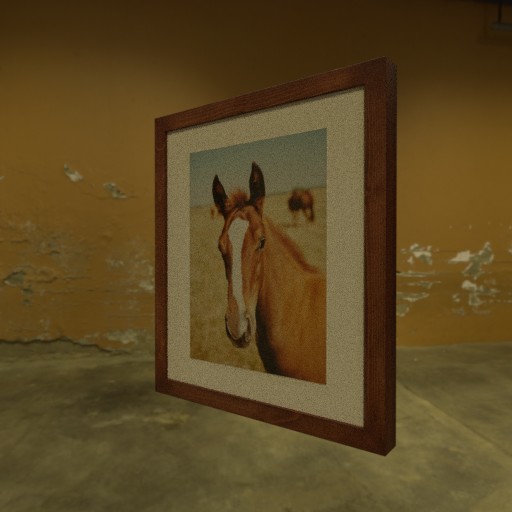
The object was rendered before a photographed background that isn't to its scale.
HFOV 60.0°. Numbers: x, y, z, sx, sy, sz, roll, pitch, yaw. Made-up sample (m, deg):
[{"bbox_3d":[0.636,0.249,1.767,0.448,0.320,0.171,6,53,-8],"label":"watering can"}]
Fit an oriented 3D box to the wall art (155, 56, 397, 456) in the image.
[{"bbox_3d":[0.000,0.000,0.532,0.330,0.381,0.030,0,1,37],"label":"wall art"}]
